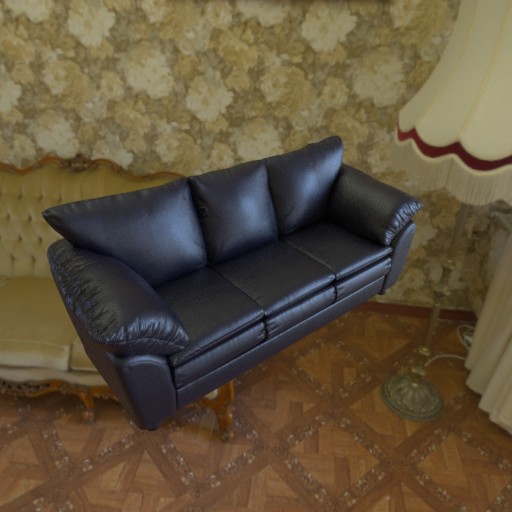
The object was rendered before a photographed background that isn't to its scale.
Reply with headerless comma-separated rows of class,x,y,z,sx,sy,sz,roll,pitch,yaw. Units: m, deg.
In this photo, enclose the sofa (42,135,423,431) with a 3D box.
sofa,0.000,0.000,2.809,2.336,1.073,0.880,-22,37,-33
